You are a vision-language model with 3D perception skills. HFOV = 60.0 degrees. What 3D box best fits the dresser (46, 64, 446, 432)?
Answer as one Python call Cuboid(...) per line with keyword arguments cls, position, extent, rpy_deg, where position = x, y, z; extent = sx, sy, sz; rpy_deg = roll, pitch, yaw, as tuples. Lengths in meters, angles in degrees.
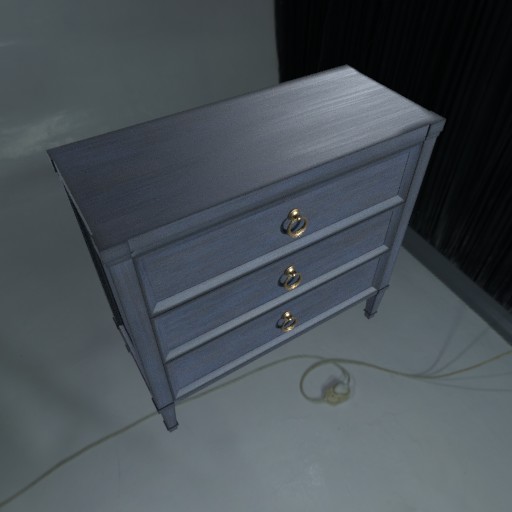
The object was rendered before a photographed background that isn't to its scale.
Cuboid(cls="dresser", position=(0.000, 0.000, 1.605), extent=(1.049, 0.986, 0.463), rpy_deg=(-24, 51, -21))
